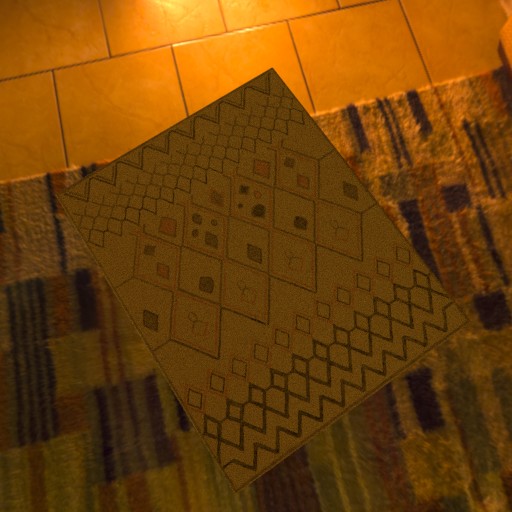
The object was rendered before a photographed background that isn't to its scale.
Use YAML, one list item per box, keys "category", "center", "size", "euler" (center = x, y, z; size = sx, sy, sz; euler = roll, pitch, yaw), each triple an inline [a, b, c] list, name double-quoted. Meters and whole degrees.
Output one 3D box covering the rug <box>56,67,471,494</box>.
- category: "rug"
  center: [0.000, 0.000, 3.973]
  size: [2.441, 0.016, 3.050]
  euler: [-33, 78, -8]
